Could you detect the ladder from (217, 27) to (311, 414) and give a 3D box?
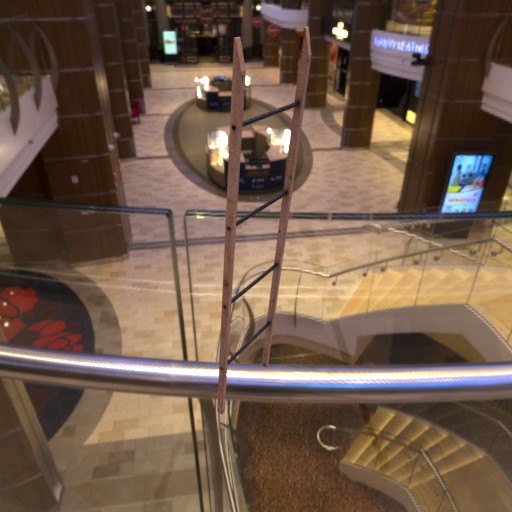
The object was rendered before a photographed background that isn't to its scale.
[{"bbox_3d":[0.000,0.000,1.983,0.200,1.805,0.442,21,37,29],"label":"ladder"}]
